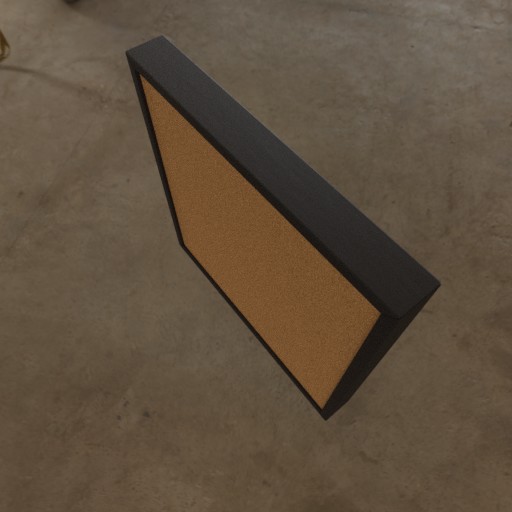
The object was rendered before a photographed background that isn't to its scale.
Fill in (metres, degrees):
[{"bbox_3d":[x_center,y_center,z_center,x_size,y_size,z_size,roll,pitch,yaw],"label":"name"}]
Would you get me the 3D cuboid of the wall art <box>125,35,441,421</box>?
[{"bbox_3d":[0.000,0.000,0.445,0.037,0.305,0.305,-34,65,-18],"label":"wall art"}]
